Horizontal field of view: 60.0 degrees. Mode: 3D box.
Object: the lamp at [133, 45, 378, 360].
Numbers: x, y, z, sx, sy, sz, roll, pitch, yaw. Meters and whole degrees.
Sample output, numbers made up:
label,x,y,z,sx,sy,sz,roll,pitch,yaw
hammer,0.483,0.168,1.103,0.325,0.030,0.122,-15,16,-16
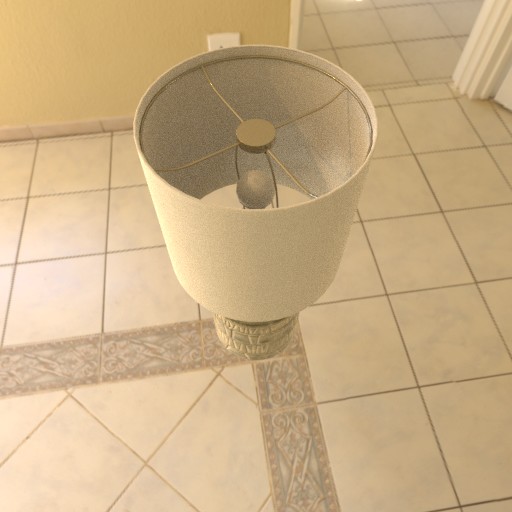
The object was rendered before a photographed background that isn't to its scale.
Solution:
label,x,y,z,sx,sy,sz,roll,pitch,yaw
lamp,0.000,0.000,0.577,0.211,0.455,0.211,-15,59,-10
